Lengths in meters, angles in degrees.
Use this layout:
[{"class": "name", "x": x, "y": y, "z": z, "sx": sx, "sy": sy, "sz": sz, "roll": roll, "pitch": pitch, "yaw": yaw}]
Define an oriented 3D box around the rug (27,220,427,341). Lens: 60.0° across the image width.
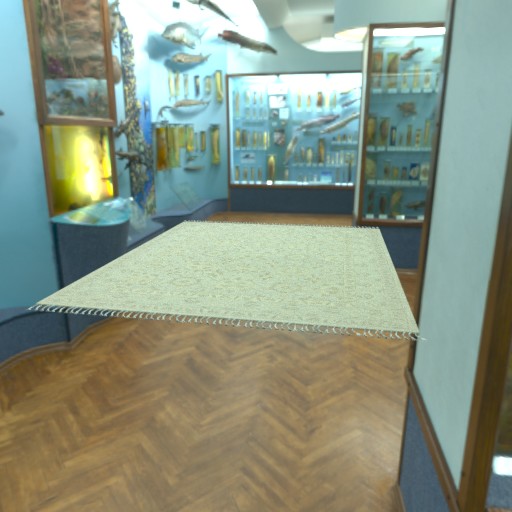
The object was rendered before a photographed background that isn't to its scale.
[{"class": "rug", "x": 0.000, "y": 0.000, "z": 4.021, "sx": 2.444, "sy": 0.013, "sz": 3.043, "roll": 3, "pitch": 16, "yaw": 10}]
